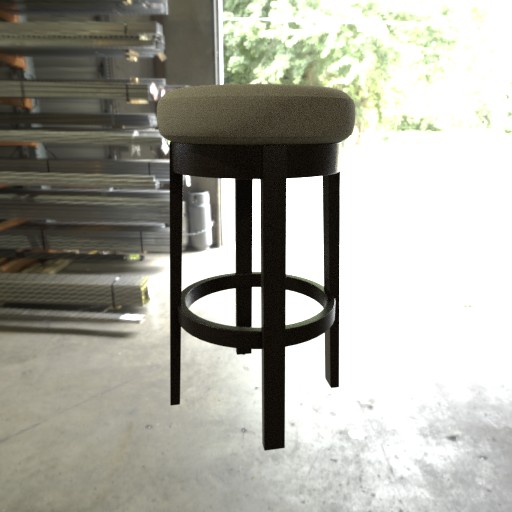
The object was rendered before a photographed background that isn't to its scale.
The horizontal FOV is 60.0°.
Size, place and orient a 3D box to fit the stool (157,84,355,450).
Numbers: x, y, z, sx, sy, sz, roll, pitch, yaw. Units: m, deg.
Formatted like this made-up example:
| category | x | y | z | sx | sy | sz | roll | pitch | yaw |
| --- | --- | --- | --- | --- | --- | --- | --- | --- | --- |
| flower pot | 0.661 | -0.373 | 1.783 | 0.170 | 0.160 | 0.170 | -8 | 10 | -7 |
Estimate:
| category | x | y | z | sx | sy | sz | roll | pitch | yaw |
| --- | --- | --- | --- | --- | --- | --- | --- | --- | --- |
| stool | 0.000 | 0.000 | 1.067 | 0.446 | 0.758 | 0.446 | 0 | 17 | 0 |
